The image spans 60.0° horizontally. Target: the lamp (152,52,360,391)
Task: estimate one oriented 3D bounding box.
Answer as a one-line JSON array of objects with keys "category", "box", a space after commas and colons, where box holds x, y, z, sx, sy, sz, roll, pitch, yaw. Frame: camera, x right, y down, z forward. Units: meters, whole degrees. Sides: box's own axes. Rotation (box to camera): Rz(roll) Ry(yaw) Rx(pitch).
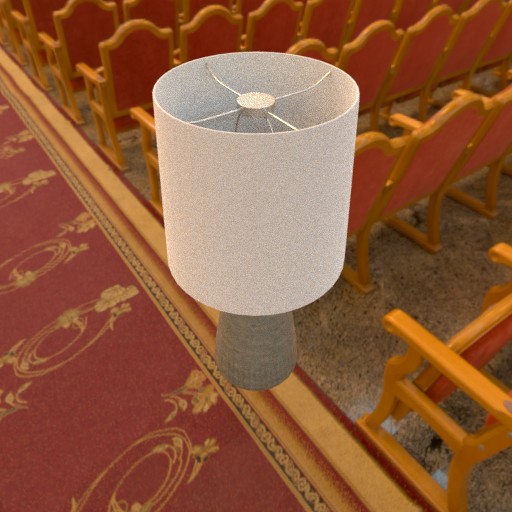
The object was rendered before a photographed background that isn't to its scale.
[{"category": "lamp", "box": [0.000, 0.000, 0.480, 0.186, 0.369, 0.186, 0, 43, 0]}]
